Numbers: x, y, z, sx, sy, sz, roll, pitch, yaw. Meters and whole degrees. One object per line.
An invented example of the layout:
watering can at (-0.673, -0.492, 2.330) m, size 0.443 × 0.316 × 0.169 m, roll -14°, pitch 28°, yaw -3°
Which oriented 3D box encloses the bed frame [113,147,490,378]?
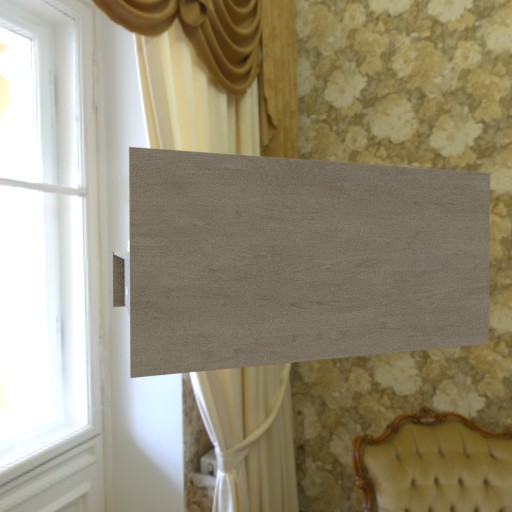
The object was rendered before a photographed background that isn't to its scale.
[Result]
bed frame at (0.000, 0.000, 2.726) m, size 1.622 × 0.800 × 1.960 m, roll 0°, pitch 1°, yaw -20°
